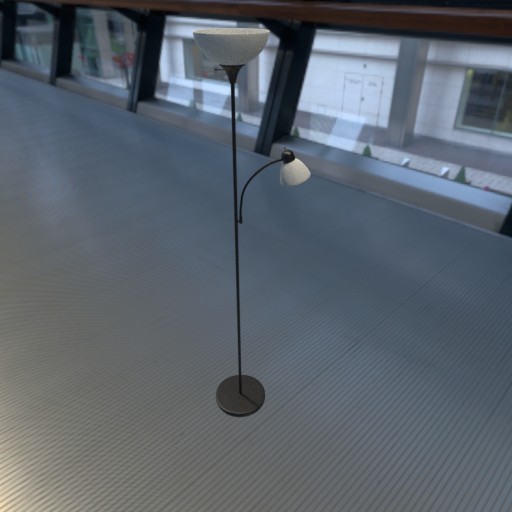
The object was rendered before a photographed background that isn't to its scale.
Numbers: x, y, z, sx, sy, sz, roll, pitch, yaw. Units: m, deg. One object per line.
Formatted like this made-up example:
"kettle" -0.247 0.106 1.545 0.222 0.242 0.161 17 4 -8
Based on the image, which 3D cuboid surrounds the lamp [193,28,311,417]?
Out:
"lamp" 0.000 0.000 1.988 0.442 1.804 0.279 -1 31 -1
